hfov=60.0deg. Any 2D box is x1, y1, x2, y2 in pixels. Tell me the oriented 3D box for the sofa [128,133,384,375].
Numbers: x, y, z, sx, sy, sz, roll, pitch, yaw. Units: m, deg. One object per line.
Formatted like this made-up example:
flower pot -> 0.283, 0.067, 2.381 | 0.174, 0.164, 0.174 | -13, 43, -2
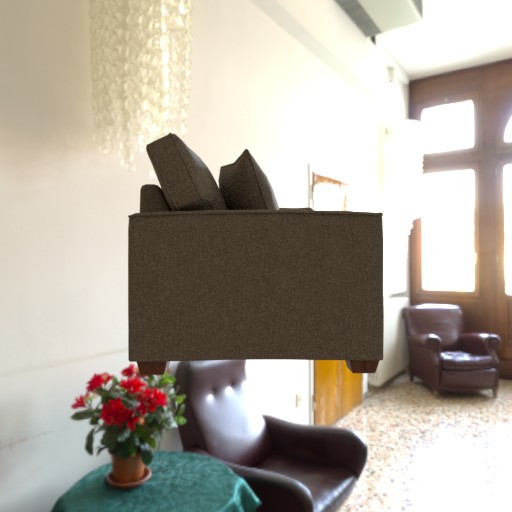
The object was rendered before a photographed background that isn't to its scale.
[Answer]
sofa -> 0.000, 0.000, 2.870 | 1.061, 0.962, 2.317 | 0, -1, -1
